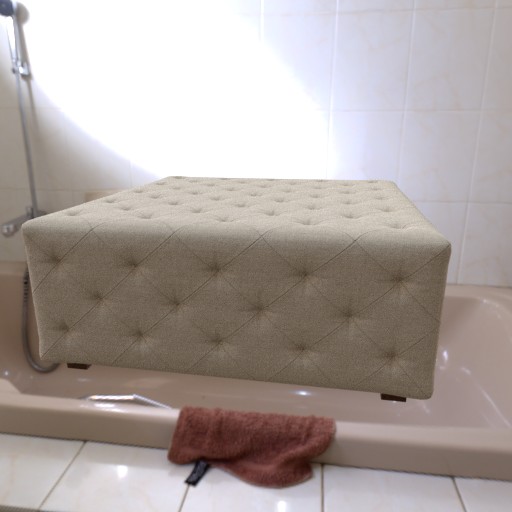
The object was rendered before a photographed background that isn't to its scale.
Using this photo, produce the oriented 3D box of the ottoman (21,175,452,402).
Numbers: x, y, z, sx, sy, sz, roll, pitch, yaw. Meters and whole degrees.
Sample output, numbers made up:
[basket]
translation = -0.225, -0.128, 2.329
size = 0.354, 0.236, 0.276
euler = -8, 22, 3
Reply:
[ottoman]
translation = 0.000, 0.000, 1.546
size = 1.028, 0.439, 1.028
euler = 3, 17, 10
